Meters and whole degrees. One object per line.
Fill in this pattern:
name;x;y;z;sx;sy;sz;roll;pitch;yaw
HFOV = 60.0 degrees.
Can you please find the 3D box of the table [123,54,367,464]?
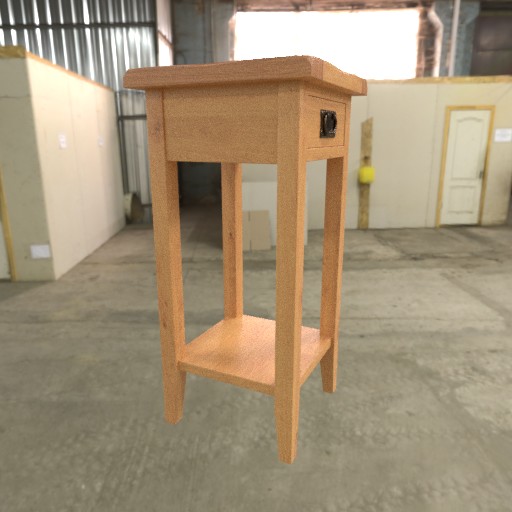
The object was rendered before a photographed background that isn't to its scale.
table;0.000;0.000;0.972;0.360;0.740;0.360;7;17;25
